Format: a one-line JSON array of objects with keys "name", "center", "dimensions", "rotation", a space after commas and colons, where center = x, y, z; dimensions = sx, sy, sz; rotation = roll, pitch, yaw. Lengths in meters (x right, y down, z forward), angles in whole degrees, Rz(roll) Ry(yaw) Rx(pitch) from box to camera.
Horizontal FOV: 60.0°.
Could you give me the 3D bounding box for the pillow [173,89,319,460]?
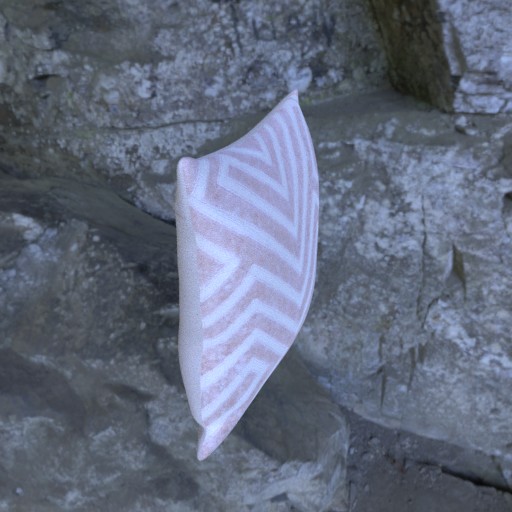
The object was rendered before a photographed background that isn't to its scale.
[{"name": "pillow", "center": [0.000, 0.000, 0.695], "dimensions": [0.182, 0.441, 0.440], "rotation": [10, 32, 16]}]
